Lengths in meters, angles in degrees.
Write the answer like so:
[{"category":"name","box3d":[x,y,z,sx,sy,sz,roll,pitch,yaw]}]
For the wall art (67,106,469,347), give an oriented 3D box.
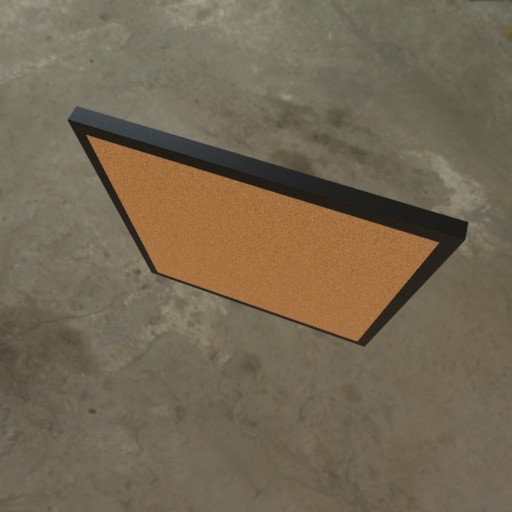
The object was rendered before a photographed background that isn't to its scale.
[{"category":"wall art","box3d":[0.000,0.000,1.156,0.765,0.765,0.038,18,66,8]}]
